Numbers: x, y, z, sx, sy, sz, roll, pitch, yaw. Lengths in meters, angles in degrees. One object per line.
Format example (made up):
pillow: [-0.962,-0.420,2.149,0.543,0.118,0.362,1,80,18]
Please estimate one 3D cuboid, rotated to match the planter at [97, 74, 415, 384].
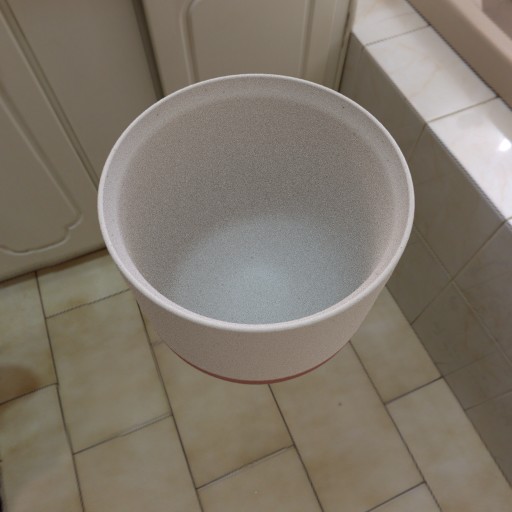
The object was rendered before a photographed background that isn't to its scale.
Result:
planter: [0.000,0.000,0.494,0.268,0.270,0.268,0,62,0]
